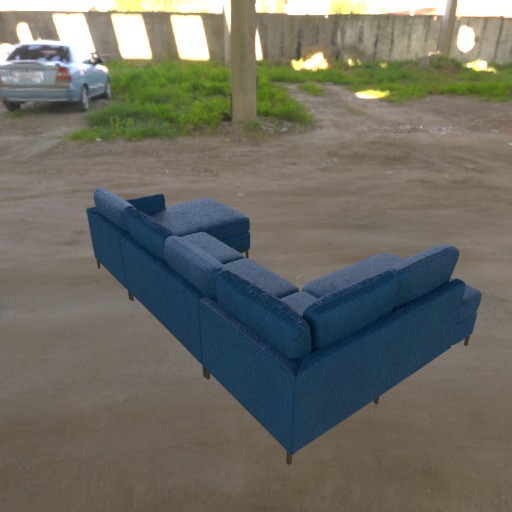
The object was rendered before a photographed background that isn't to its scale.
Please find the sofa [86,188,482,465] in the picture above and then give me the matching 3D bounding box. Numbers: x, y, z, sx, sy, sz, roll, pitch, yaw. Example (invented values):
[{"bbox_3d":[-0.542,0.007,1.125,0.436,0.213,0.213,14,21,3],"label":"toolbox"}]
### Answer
[{"bbox_3d":[0.000,0.000,4.256,2.055,0.992,3.434,-19,32,-33],"label":"sofa"}]
